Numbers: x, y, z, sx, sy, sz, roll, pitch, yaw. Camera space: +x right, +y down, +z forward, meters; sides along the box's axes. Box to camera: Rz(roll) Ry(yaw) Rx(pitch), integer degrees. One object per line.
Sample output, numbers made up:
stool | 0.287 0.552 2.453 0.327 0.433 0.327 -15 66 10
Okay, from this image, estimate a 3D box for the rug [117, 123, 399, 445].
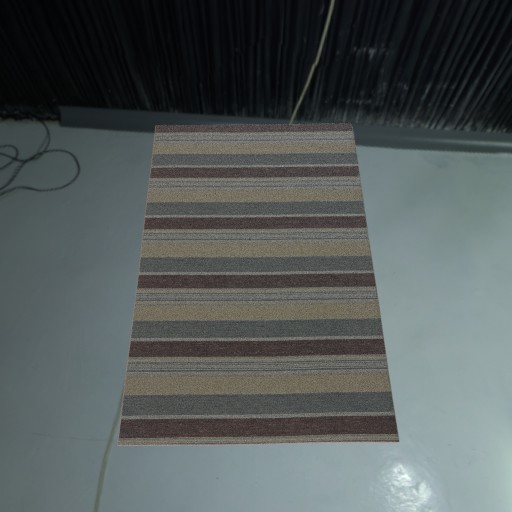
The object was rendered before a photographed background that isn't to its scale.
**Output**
rug | 0.000 0.000 2.330 1.219 0.008 1.829 -1 63 0
